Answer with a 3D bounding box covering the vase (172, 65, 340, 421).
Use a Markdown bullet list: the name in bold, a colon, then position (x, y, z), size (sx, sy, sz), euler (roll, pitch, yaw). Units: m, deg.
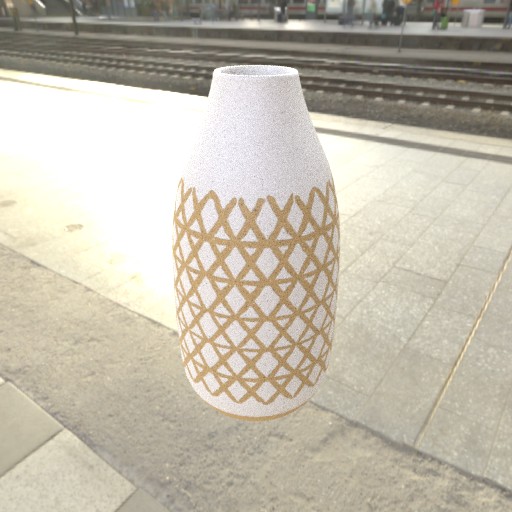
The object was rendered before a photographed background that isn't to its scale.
- **vase**: position (0.000, 0.000, 0.488), size (0.186, 0.380, 0.186), euler (0, 30, 0)
